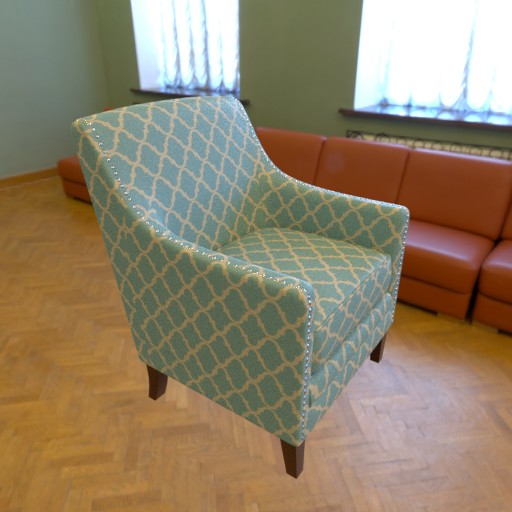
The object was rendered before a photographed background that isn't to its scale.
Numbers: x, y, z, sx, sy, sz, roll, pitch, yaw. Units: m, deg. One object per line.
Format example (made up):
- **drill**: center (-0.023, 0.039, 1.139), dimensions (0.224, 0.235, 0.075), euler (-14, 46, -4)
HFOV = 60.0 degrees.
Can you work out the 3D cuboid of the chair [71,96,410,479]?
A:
- **chair**: center (0.000, 0.000, 1.288), dimensions (0.686, 0.817, 0.617), euler (17, 31, 31)
